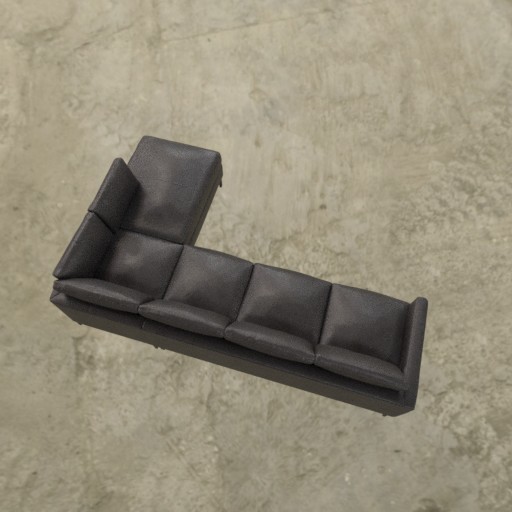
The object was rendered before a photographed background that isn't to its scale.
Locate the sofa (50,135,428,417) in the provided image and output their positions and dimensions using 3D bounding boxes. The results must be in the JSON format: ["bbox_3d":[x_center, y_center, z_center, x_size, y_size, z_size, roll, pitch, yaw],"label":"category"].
[{"bbox_3d":[0.000,0.000,3.977,2.984,0.877,1.938,15,65,7],"label":"sofa"}]
